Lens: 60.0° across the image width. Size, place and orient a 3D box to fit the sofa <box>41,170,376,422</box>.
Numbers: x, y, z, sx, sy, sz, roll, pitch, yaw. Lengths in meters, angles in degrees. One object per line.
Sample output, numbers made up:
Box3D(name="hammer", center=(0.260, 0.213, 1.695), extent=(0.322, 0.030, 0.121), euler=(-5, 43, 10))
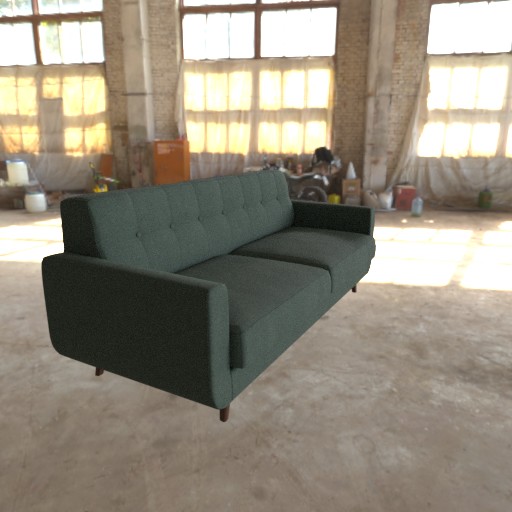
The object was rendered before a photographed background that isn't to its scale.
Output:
Box3D(name="sofa", center=(0.000, 0.000, 2.491), extent=(0.909, 0.841, 2.029), euler=(8, 17, 28))
